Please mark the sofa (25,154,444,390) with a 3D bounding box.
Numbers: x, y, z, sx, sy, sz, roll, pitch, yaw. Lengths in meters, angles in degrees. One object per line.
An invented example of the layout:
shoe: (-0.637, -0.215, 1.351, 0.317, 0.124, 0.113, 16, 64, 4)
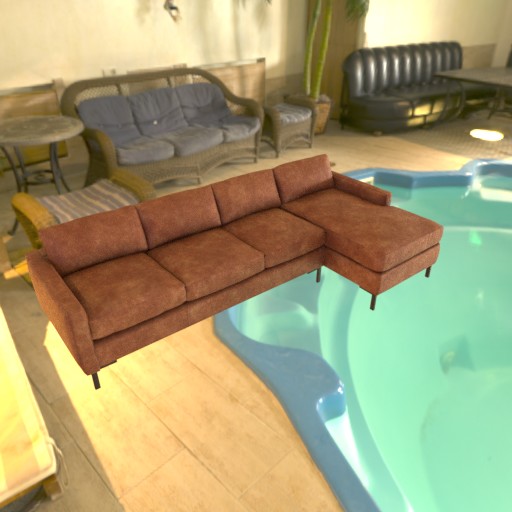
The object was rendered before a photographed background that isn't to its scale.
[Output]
sofa: (0.000, 0.000, 3.494, 2.993, 0.859, 1.471, -22, 36, -33)
